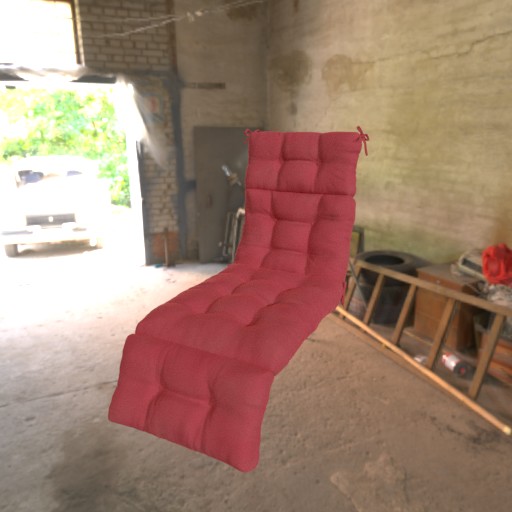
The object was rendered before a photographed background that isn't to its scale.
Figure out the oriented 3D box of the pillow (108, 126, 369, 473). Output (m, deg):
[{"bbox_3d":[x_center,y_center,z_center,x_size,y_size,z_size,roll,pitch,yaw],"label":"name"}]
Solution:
[{"bbox_3d":[0.000,0.000,1.521,0.526,0.863,1.016,8,18,26],"label":"pillow"}]
